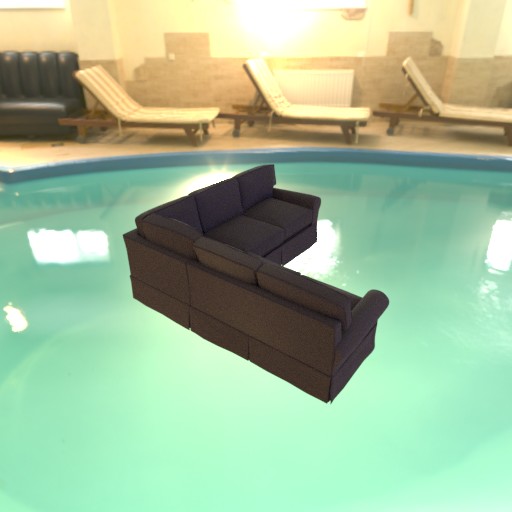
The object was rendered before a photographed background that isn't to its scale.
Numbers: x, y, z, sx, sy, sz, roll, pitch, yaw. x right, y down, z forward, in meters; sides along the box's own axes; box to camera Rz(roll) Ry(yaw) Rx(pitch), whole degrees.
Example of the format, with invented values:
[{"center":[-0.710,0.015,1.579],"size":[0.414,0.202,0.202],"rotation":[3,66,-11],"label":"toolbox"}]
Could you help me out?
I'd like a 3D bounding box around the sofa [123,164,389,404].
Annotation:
[{"center":[0.000,0.000,5.238],"size":[2.874,1.169,3.773],"rotation":[-11,31,-18],"label":"sofa"}]
